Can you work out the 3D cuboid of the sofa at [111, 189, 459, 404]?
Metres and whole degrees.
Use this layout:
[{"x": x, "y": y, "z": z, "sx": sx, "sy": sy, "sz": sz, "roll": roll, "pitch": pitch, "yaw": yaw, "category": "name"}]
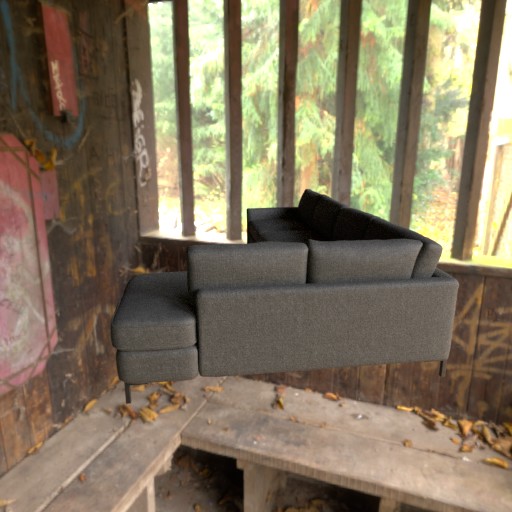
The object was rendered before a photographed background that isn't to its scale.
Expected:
[{"x": 0.000, "y": 0.000, "z": 3.839, "sx": 1.984, "sy": 0.858, "sz": 2.972, "roll": -2, "pitch": 15, "yaw": -8, "category": "sofa"}]
